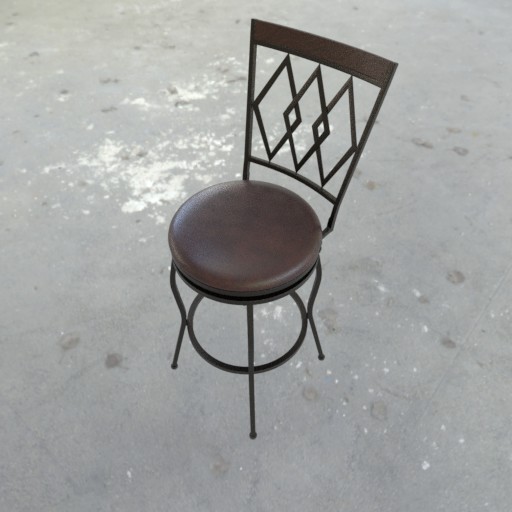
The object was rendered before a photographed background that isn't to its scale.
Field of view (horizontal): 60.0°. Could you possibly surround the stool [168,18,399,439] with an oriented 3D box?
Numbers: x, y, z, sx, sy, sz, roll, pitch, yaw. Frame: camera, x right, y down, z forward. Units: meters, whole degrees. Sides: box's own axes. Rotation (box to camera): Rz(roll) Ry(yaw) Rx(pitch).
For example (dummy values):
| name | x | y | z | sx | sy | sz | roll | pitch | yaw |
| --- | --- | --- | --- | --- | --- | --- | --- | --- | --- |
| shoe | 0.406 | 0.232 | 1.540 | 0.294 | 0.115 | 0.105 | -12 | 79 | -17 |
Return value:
| name | x | y | z | sx | sy | sz | roll | pitch | yaw |
| --- | --- | --- | --- | --- | --- | --- | --- | --- | --- |
| stool | 0.000 | 0.000 | 1.339 | 0.432 | 1.134 | 0.521 | 32 | 55 | 27 |
